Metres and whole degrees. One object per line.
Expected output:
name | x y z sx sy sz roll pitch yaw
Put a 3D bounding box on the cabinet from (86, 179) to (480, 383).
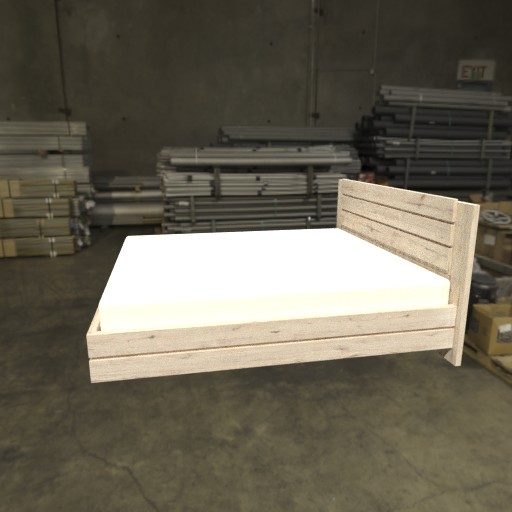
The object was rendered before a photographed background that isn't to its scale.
cabinet | 0.000 0.000 3.238 2.080 0.970 1.950 -3 14 -11
